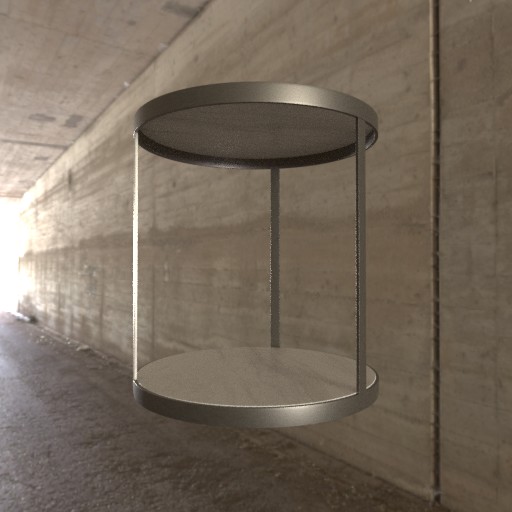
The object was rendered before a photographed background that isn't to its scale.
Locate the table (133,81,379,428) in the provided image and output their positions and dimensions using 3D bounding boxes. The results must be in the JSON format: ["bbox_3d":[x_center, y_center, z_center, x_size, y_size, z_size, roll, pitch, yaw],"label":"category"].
[{"bbox_3d":[0.000,0.000,0.833,0.445,0.479,0.445,0,-1,0],"label":"table"}]
